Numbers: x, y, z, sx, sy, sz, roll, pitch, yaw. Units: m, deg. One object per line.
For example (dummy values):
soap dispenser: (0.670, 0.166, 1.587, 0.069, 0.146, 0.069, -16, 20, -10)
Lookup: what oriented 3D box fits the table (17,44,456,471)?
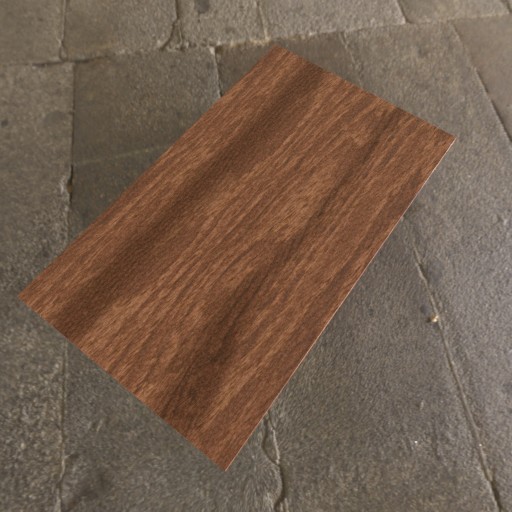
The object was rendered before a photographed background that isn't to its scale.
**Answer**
table: (0.000, 0.000, 1.796, 0.801, 0.724, 1.349, 34, 69, 15)
